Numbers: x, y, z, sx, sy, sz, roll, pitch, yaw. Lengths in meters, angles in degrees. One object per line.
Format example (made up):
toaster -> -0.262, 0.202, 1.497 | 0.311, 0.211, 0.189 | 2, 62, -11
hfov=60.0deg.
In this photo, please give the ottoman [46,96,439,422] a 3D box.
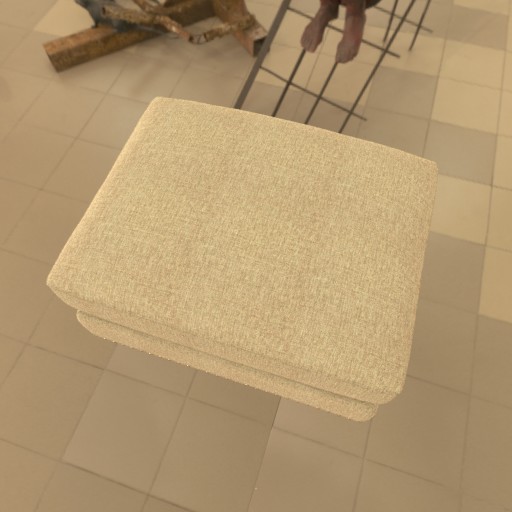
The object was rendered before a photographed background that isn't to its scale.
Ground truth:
ottoman -> 0.000, 0.000, 1.129 | 0.741, 0.513, 0.584 | 16, 63, 8
